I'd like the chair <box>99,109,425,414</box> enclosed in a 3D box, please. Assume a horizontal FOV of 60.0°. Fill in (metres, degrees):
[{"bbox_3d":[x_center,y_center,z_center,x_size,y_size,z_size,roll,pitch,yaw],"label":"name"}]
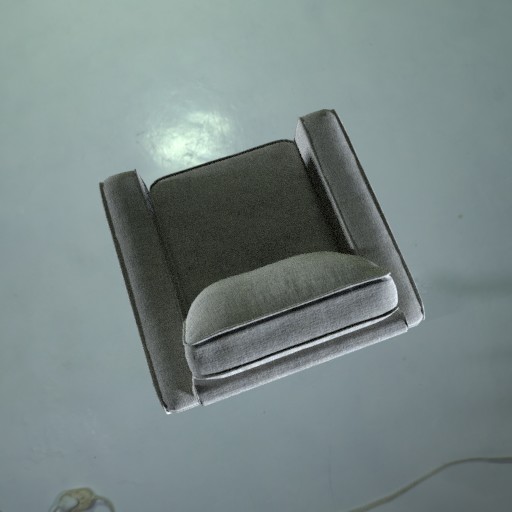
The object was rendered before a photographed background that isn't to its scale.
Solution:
[{"bbox_3d":[0.000,0.000,1.784,1.016,0.914,0.940,-19,76,-5],"label":"chair"}]
